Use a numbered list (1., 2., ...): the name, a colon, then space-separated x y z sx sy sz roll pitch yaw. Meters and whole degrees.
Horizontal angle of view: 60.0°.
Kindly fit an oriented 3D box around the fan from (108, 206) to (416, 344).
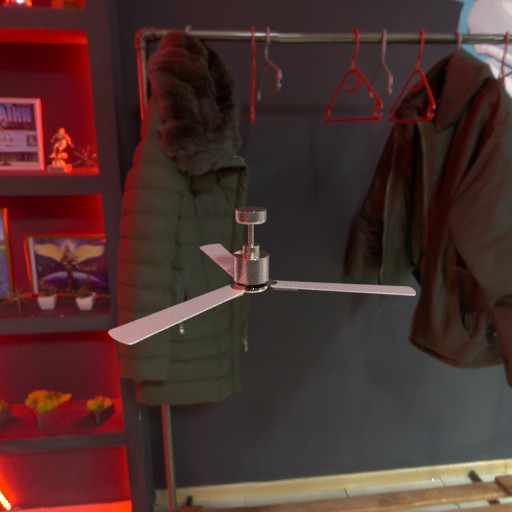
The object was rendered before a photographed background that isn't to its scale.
1. fan: 0.000 0.000 2.337 1.561 0.446 1.531 8 18 25
